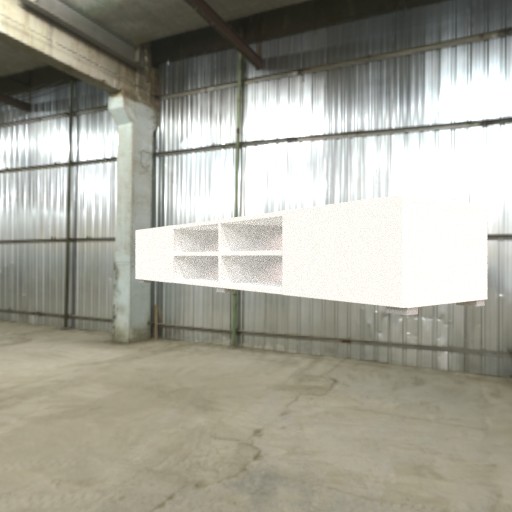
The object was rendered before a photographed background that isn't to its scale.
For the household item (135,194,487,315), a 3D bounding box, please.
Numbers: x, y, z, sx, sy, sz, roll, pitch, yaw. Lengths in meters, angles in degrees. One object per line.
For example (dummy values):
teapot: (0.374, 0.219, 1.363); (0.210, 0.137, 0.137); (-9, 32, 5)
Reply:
household item: (0.000, 0.000, 1.991); (0.420, 0.310, 1.850); (0, 0, -36)
